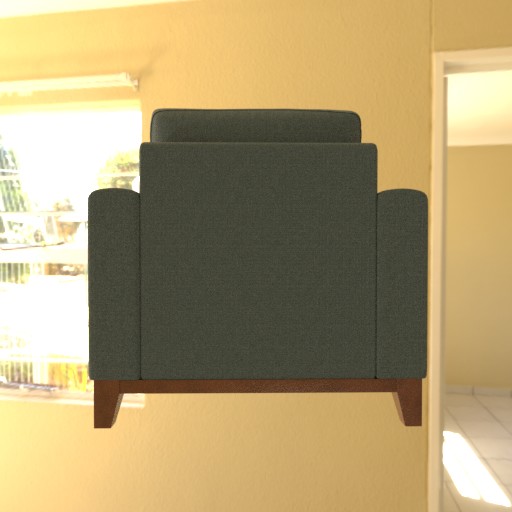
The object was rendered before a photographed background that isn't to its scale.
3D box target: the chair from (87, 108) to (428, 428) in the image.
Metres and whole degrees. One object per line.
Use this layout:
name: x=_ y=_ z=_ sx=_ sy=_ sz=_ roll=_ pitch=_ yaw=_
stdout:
chair: x=0.000 y=0.000 z=1.835 sx=1.024 sy=1.010 sz=1.038 roll=0 pitch=1 yaw=-1
